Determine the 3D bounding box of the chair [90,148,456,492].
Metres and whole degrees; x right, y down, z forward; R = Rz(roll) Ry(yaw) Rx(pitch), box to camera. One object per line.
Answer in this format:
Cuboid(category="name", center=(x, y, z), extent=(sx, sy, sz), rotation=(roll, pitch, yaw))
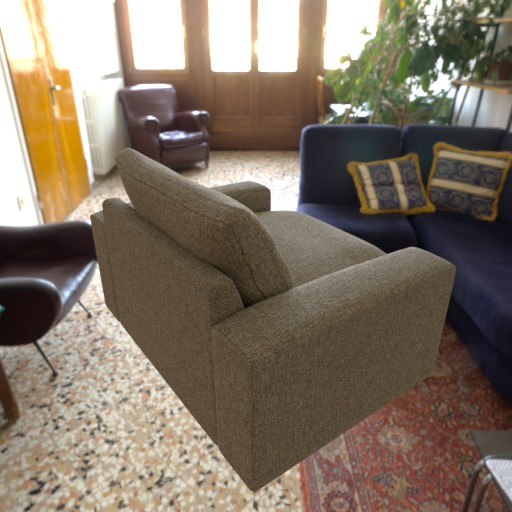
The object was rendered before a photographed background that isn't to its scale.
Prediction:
Cuboid(category="chair", center=(0.000, 0.000, 2.012), extent=(1.039, 0.915, 1.398), rotation=(-18, 31, -32))
